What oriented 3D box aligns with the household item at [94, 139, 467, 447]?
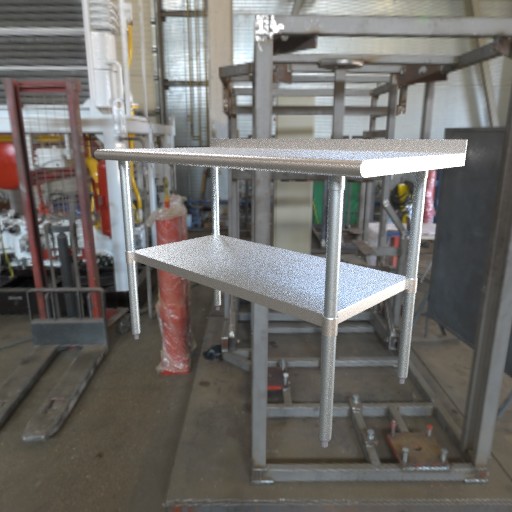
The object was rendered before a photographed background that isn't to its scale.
[{"bbox_3d":[0.000,0.000,1.671,1.219,0.851,0.610,14,20,42],"label":"household item"}]
